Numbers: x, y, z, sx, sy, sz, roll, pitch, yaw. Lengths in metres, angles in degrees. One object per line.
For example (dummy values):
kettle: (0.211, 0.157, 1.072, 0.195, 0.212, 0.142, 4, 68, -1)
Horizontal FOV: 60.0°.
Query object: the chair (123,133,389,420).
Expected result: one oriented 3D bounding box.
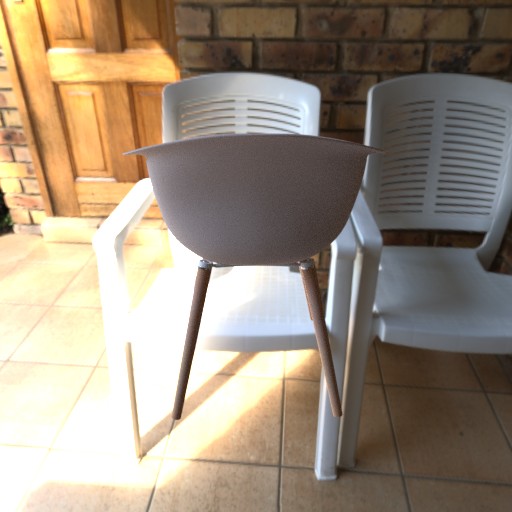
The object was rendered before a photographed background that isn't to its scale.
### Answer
chair: (0.000, 0.000, 1.178, 0.593, 0.781, 0.504, -1, 30, -1)
